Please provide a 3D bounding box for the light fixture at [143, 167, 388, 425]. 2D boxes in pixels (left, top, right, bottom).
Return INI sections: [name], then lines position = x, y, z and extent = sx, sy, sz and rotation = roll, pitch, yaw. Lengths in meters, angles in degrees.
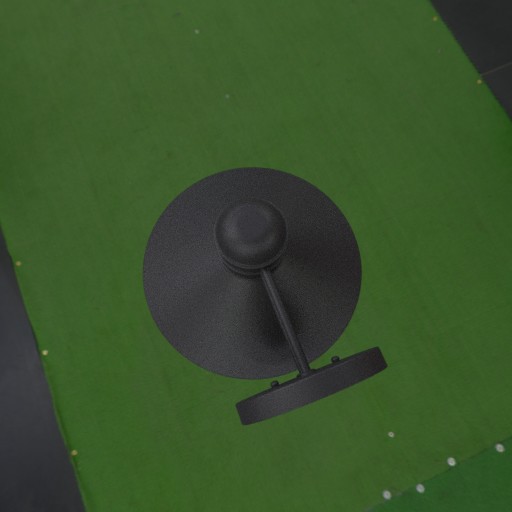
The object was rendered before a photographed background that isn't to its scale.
[light fixture]
position = 0.000, 0.000, 0.677
extent = 0.396, 0.265, 0.434
rotation = -21, 75, -6
